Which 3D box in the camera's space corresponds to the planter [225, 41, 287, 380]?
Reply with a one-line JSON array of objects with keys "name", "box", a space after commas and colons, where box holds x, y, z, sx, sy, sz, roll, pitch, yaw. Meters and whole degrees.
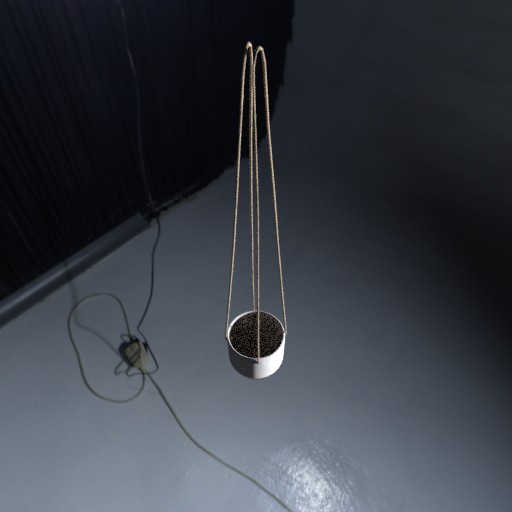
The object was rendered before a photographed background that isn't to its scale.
[{"name": "planter", "box": [0.000, 0.000, 0.908, 0.146, 0.841, 0.146, 32, 55, 26]}]
